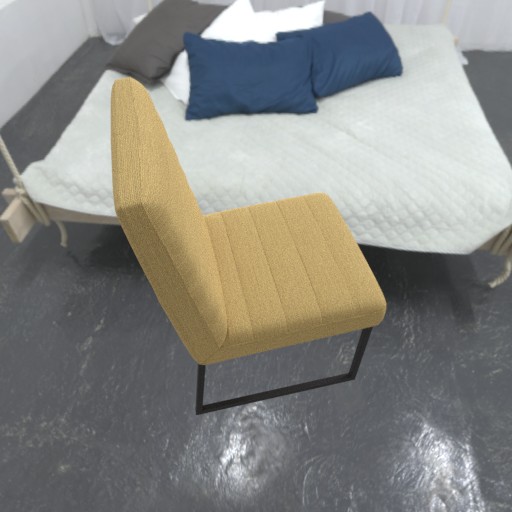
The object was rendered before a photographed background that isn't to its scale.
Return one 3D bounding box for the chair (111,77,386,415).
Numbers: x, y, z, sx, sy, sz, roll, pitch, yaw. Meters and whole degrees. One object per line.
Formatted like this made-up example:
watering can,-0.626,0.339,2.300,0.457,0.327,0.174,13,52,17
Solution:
chair,0.000,0.000,1.307,0.634,0.930,0.520,-10,48,-9
